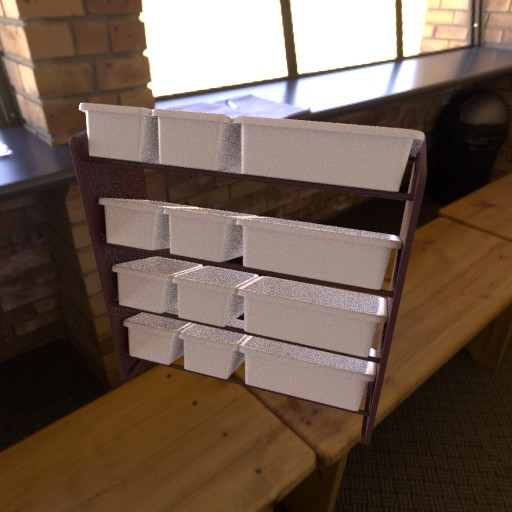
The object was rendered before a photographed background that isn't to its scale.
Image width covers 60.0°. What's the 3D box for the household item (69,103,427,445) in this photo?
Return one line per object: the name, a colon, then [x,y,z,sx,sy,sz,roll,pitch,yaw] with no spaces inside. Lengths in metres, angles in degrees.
household item: [0.000,0.000,1.261,0.787,0.864,0.389,9,33,15]
